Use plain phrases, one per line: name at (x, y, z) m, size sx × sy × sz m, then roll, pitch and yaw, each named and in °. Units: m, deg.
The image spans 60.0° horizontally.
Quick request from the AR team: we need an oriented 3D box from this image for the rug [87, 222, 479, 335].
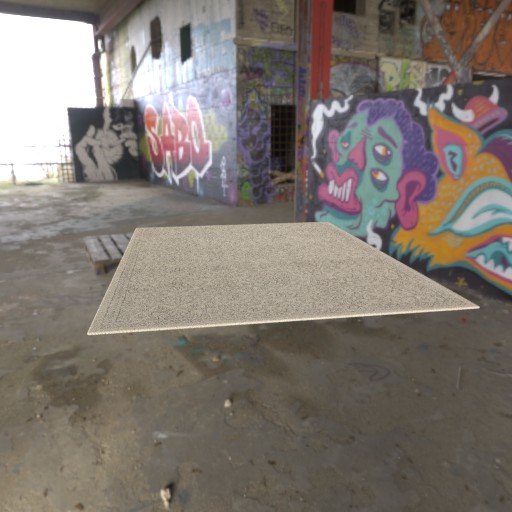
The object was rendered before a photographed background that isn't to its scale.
rug at (0.000, 0.000, 4.135) m, size 2.441 × 0.015 × 3.050 m, roll -3°, pitch 15°, yaw -9°
